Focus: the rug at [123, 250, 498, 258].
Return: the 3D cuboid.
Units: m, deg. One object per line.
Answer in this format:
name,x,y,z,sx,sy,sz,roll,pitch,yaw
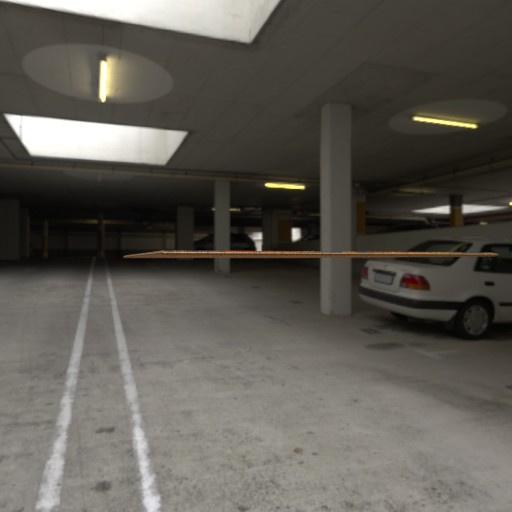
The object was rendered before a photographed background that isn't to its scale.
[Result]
rug,0.000,0.000,2.159,1.148,0.013,1.758,0,0,-20
